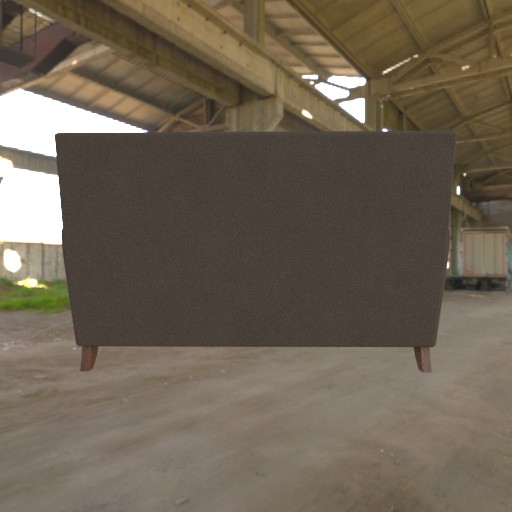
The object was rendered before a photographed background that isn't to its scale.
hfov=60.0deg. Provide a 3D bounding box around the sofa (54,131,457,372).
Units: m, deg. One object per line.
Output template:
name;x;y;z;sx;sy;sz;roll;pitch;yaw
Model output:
sofa;0.000;0.000;1.905;1.420;0.846;0.871;0;-1;1
